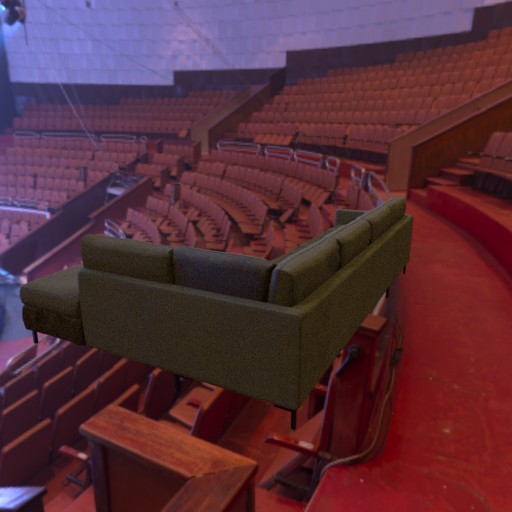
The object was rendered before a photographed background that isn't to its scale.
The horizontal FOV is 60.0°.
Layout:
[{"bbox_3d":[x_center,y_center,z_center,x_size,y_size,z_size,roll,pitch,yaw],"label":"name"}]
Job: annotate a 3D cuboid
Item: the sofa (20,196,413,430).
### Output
[{"bbox_3d":[0.000,0.000,3.129,1.707,0.687,2.486,8,17,27],"label":"sofa"}]
